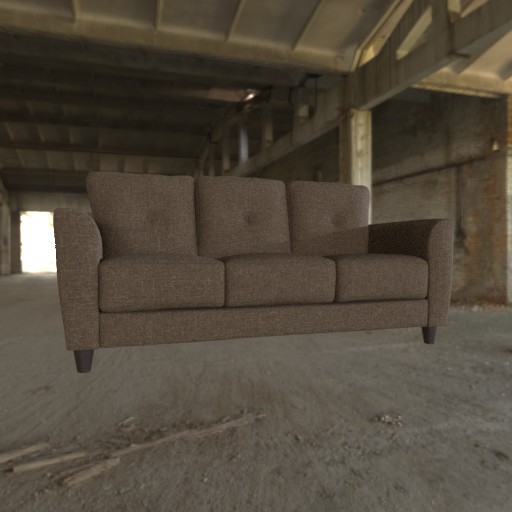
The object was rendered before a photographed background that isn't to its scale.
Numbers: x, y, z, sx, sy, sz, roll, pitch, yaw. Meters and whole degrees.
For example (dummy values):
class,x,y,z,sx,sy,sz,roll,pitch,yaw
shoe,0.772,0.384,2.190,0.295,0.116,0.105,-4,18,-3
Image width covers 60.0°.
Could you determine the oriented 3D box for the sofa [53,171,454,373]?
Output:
class,x,y,z,sx,sy,sz,roll,pitch,yaw
sofa,0.000,0.000,2.303,1.847,0.891,0.837,0,1,-19
